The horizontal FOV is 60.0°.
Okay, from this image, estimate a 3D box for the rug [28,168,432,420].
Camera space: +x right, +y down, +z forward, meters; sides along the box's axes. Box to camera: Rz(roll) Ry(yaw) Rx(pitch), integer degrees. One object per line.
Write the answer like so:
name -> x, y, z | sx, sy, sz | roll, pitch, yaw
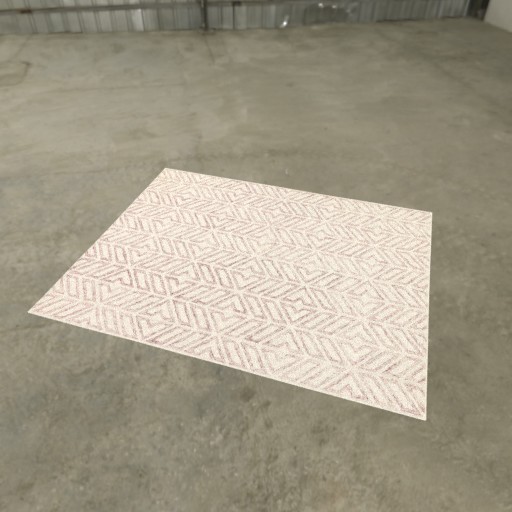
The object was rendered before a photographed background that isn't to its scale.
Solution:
rug -> 0.000, 0.000, 4.050 | 3.045, 0.008, 2.421 | 12, 42, 13
